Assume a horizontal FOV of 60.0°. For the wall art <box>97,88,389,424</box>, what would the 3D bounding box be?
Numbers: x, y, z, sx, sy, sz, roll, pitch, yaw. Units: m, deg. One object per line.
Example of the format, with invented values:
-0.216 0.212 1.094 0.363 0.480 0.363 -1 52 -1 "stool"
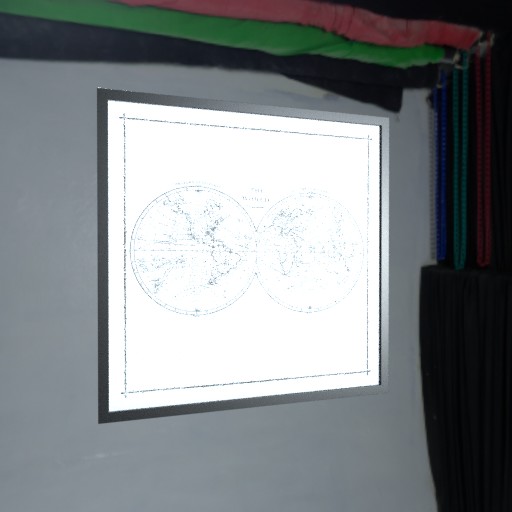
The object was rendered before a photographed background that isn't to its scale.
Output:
0.000 0.000 1.149 0.773 0.775 0.031 0 1 -17 "wall art"
